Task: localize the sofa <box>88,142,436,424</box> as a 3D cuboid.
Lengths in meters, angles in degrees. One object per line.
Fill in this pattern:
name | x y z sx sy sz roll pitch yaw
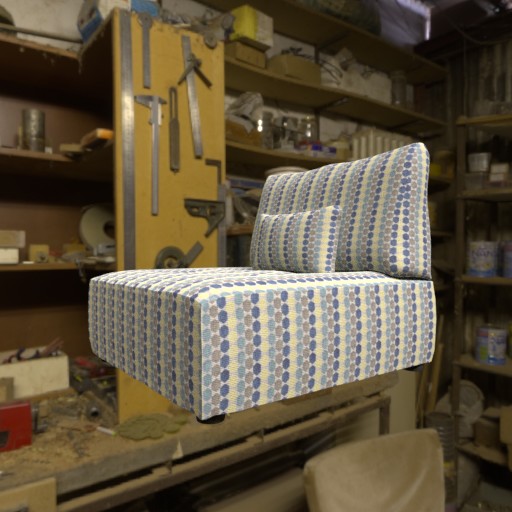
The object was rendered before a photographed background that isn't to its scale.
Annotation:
sofa | 0.000 0.000 1.711 1.000 0.830 0.930 0 1 -36
